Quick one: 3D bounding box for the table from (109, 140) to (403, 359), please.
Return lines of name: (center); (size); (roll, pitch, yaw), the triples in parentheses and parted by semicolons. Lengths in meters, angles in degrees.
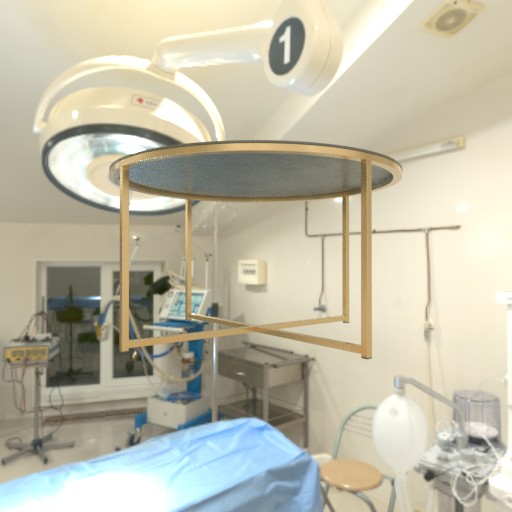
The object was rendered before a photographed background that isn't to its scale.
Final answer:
table: (0.000, 0.000, 1.271); (0.800, 0.450, 0.800); (0, -1, 0)
